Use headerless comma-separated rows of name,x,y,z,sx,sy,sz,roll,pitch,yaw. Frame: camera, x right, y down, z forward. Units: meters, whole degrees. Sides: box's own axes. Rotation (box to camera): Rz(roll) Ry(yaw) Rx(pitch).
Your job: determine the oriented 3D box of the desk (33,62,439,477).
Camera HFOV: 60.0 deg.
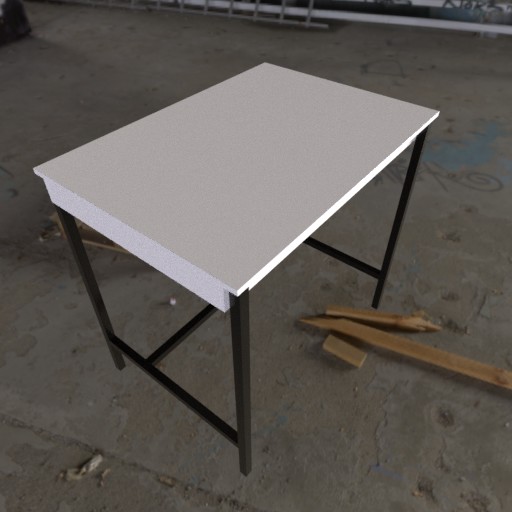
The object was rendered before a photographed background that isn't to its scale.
desk,0.000,0.000,1.309,0.573,0.766,0.811,28,50,27
